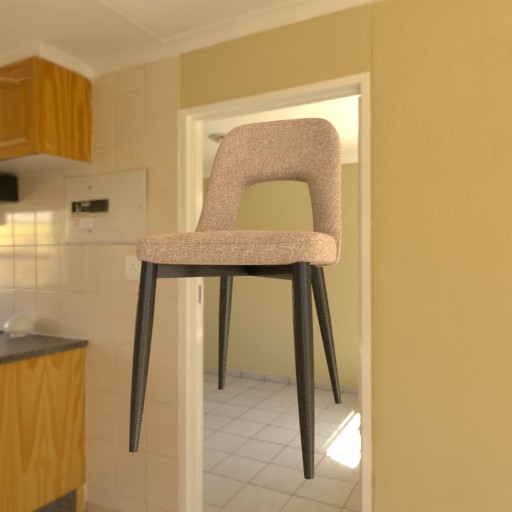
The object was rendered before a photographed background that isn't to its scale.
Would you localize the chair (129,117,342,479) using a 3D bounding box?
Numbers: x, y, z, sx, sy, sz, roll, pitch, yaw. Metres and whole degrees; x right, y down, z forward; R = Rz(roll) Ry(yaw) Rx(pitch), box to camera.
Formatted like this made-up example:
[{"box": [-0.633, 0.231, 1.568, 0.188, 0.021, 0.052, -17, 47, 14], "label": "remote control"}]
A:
[{"box": [0.000, 0.000, 1.256, 0.470, 0.931, 0.612, 0, 0, 18], "label": "chair"}]
